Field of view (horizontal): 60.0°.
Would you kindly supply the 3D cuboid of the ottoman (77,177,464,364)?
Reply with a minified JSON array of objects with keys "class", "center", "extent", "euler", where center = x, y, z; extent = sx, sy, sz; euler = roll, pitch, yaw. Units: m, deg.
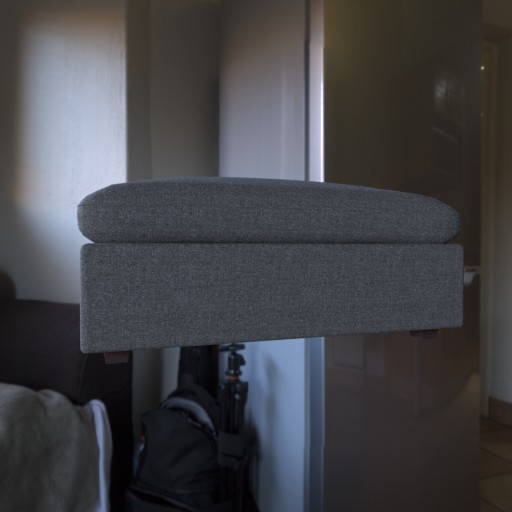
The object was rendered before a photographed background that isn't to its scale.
[{"class":"ottoman","center":[0.000,0.000,1.443],"extent":[1.041,0.483,0.711],"euler":[0,1,-18]}]
